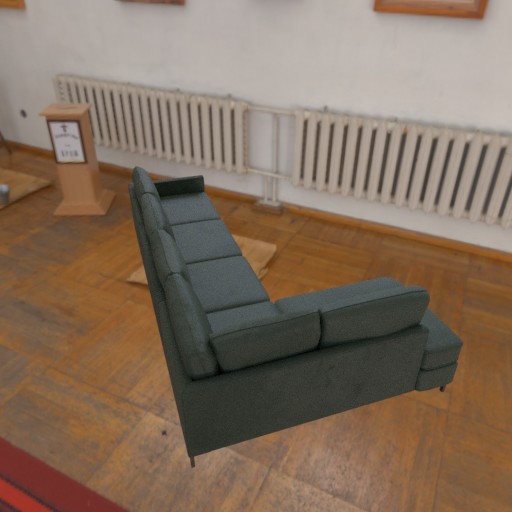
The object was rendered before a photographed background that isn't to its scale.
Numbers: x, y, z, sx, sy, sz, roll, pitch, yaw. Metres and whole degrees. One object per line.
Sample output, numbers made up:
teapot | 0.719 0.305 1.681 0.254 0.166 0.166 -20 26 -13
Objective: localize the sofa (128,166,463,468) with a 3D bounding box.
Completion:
sofa | 0.000 0.000 4.277 2.048 0.996 3.384 -10 33 -16
